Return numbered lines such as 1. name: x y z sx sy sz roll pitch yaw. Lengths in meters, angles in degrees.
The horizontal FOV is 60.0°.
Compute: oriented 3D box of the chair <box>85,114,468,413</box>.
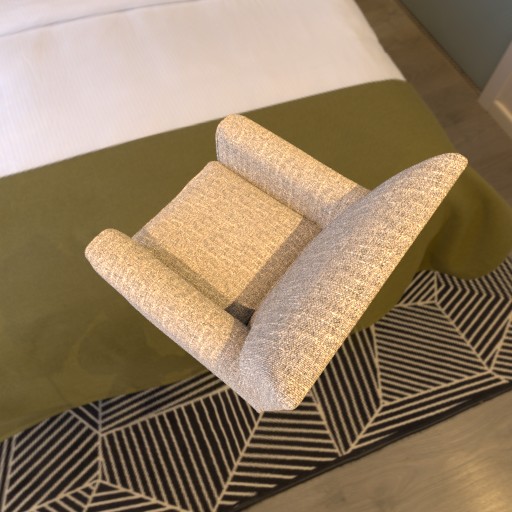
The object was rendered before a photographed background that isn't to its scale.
1. chair: 0.000 0.000 1.624 0.873 0.928 0.864 35 68 16
